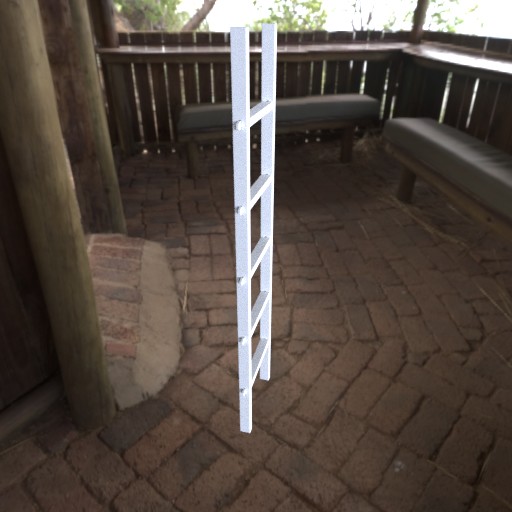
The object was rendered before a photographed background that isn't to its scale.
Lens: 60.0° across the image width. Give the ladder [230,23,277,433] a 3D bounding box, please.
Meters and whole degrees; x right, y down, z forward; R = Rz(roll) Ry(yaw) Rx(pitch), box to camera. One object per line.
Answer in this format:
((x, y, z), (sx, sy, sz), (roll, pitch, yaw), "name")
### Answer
((0.000, 0.000, 1.944), (0.051, 1.797, 0.452), (8, 30, 14), "ladder")
